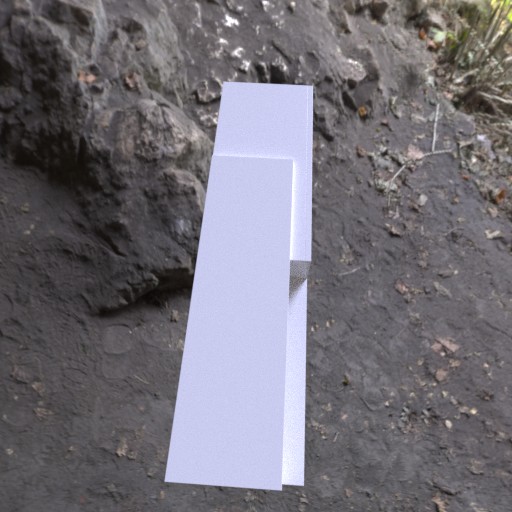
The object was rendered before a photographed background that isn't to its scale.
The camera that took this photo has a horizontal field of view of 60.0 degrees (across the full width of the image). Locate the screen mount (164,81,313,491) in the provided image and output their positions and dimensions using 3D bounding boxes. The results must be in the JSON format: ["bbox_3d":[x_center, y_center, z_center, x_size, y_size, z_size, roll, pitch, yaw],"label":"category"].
[{"bbox_3d":[0.000,0.000,1.810,0.420,0.320,1.680,3,62,2],"label":"screen mount"}]
